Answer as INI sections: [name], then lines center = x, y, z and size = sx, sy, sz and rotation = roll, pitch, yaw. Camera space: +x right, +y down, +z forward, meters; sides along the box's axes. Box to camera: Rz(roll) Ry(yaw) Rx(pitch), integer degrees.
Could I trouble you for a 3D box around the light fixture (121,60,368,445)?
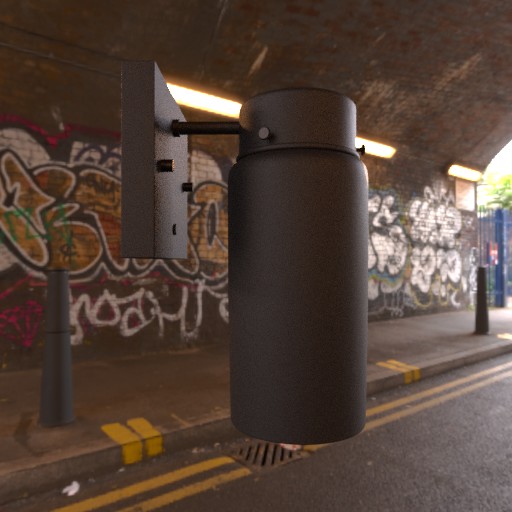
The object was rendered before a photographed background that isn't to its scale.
[light fixture]
center = 0.000, 0.000, 0.353
size = 0.176, 0.257, 0.130
rotation = 0, -1, 1
